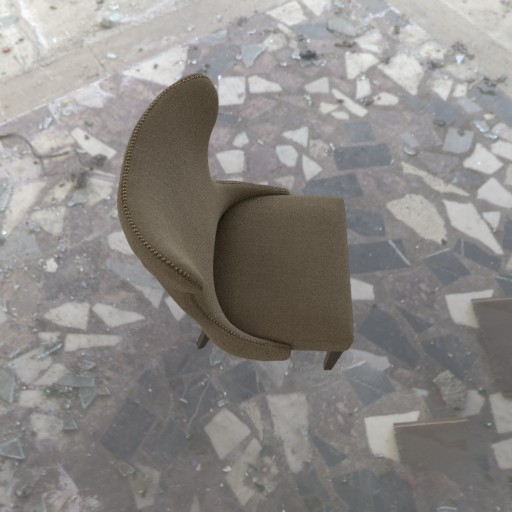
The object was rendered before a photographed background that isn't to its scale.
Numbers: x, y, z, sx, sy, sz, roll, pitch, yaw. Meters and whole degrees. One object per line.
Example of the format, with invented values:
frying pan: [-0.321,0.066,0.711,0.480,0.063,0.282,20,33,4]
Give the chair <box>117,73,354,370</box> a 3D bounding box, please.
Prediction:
chair: [0.000,0.000,1.446,0.635,0.967,0.628,2,63,1]
